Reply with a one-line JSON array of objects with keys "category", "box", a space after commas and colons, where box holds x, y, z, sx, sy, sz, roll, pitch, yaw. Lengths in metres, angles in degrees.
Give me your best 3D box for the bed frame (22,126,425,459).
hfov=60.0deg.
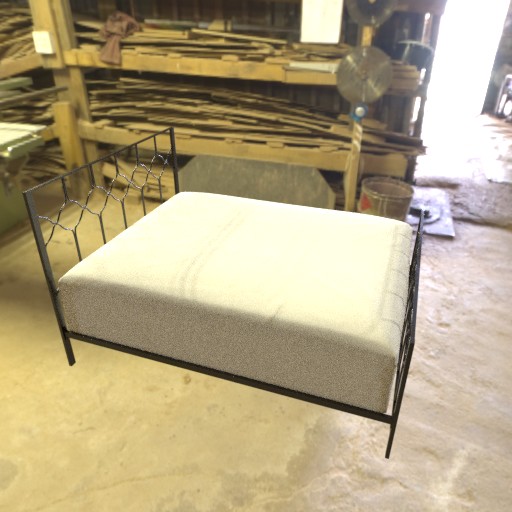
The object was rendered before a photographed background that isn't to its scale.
[{"category": "bed frame", "box": [0.000, 0.000, 2.997, 2.063, 1.222, 1.597, 10, 31, 17]}]
